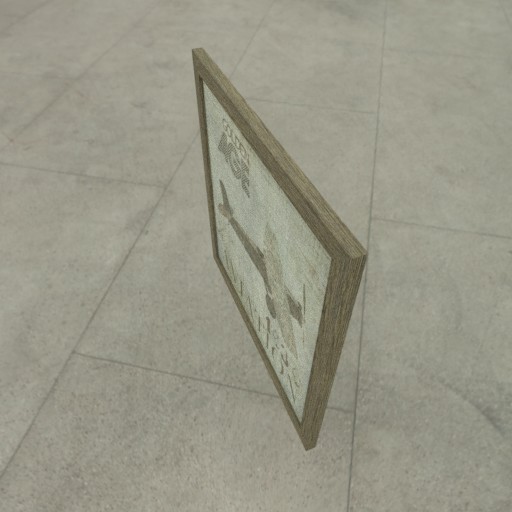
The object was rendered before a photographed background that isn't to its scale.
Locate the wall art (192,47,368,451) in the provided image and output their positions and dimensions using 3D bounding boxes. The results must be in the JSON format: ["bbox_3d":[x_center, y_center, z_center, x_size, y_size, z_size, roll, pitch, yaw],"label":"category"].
[{"bbox_3d":[0.000,0.000,0.762,0.019,0.508,0.508,-17,50,-15],"label":"wall art"}]
